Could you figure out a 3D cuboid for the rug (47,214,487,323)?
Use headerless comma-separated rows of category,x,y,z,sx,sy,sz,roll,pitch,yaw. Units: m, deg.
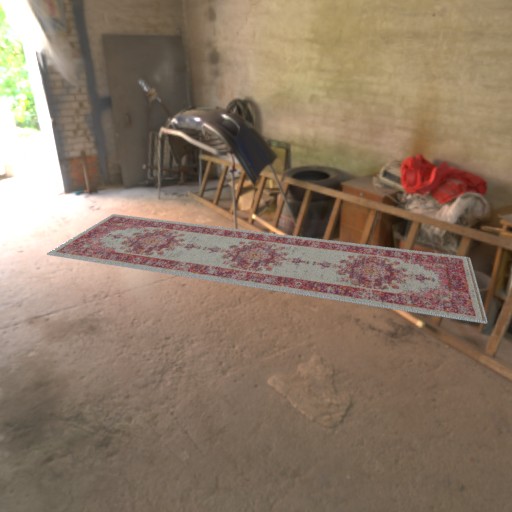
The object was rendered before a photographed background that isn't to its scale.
rug,0.000,0.000,2.494,2.294,0.011,0.666,8,27,15
